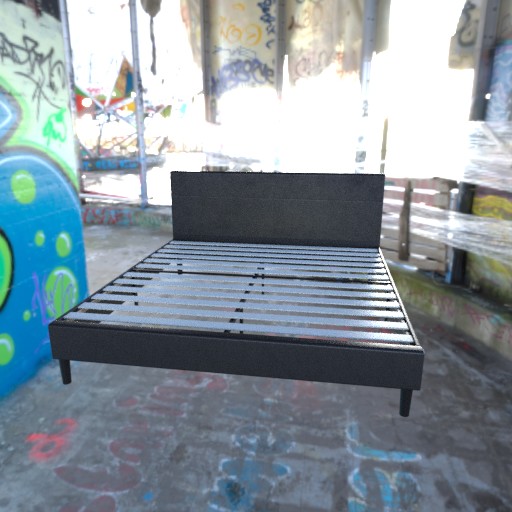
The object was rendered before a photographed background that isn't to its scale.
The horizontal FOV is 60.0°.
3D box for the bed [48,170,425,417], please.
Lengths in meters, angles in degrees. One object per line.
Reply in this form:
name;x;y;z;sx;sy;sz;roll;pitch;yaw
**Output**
bed;0.000;0.000;3.296;2.018;1.046;2.152;3;16;9
